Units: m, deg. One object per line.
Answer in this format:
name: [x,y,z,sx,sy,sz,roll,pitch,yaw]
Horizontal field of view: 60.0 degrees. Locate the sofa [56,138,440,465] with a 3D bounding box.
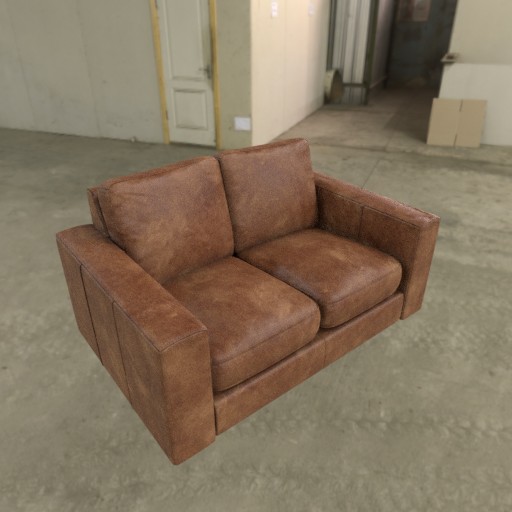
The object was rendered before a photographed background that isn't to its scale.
sofa: [0.000,0.000,2.258,1.626,0.889,1.041,-22,36,-33]
